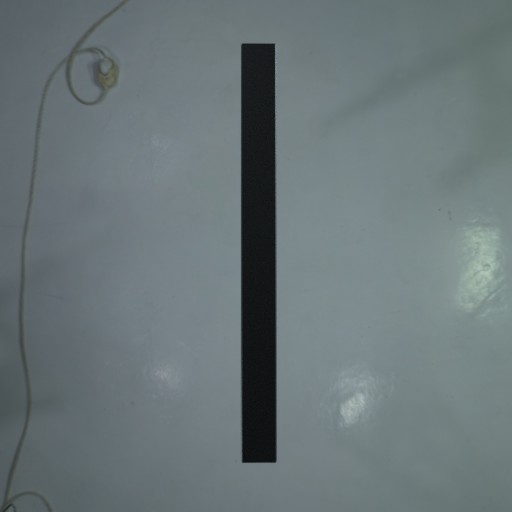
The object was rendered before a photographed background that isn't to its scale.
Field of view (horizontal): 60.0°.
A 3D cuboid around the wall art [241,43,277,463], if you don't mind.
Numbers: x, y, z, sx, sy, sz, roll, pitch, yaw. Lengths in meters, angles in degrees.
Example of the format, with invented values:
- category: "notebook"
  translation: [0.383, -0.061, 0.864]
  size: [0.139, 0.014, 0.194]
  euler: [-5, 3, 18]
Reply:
- category: "wall art"
  translation: [0.000, 0.000, 0.752]
  size: [0.039, 0.555, 0.449]
  euler: [0, 89, -1]
